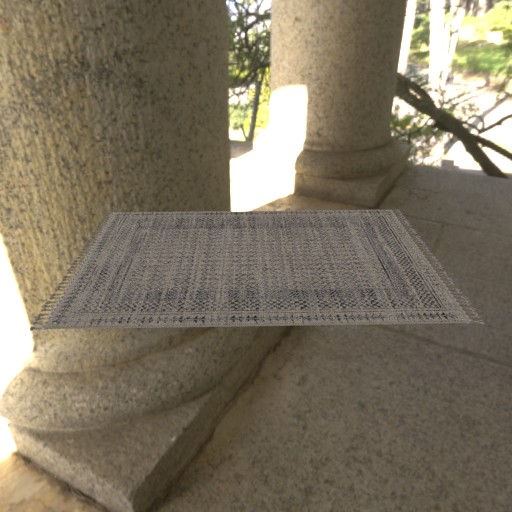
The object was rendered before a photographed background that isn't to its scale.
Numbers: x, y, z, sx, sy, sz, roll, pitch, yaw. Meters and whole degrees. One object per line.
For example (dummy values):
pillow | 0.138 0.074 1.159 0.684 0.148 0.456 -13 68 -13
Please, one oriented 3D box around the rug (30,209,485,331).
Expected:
rug | 0.000 0.000 3.049 2.486 0.013 1.548 -1 29 -1
